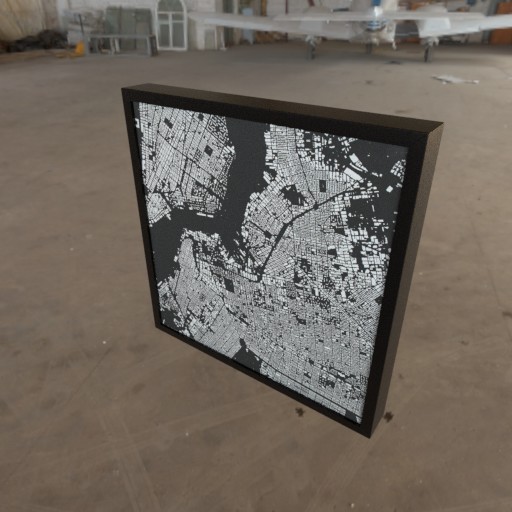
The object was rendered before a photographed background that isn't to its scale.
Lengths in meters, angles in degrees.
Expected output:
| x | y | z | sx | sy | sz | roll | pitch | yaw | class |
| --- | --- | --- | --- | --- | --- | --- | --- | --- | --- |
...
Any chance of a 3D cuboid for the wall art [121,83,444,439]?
| x | y | z | sx | sy | sz | roll | pitch | yaw | class |
| --- | --- | --- | --- | --- | --- | --- | --- | --- | --- |
| 0.000 | 0.000 | 0.448 | 0.299 | 0.299 | 0.037 | 19 | 35 | 30 | wall art |
